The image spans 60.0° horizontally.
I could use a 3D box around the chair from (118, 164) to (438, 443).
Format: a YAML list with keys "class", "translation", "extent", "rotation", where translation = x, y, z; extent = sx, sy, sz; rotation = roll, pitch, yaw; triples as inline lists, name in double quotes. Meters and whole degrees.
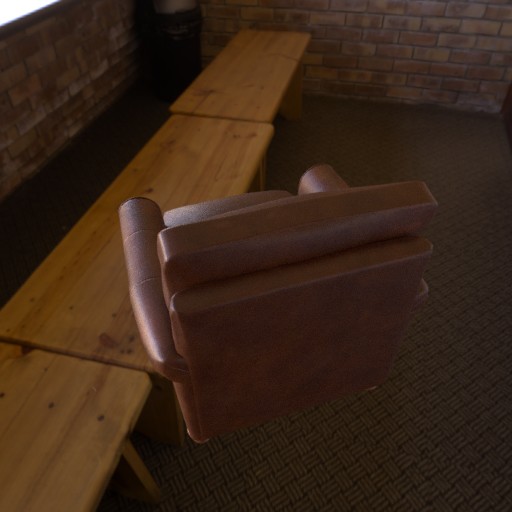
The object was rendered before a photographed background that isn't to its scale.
- class: "chair"
  translation: [0.000, 0.000, 1.762]
  extent: [0.989, 0.972, 0.992]
  rotation: [-13, 44, -13]
